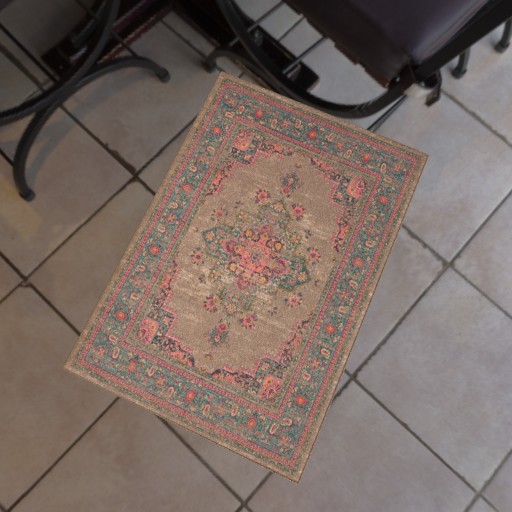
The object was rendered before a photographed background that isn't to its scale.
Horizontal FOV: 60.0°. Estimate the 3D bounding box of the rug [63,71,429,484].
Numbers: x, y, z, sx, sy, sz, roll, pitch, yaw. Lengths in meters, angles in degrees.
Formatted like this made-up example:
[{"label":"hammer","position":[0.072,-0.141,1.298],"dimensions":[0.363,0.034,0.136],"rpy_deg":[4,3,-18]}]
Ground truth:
[{"label":"rug","position":[0.000,0.000,3.653],"dimensions":[2.005,0.013,2.890],"rpy_deg":[24,78,5]}]
